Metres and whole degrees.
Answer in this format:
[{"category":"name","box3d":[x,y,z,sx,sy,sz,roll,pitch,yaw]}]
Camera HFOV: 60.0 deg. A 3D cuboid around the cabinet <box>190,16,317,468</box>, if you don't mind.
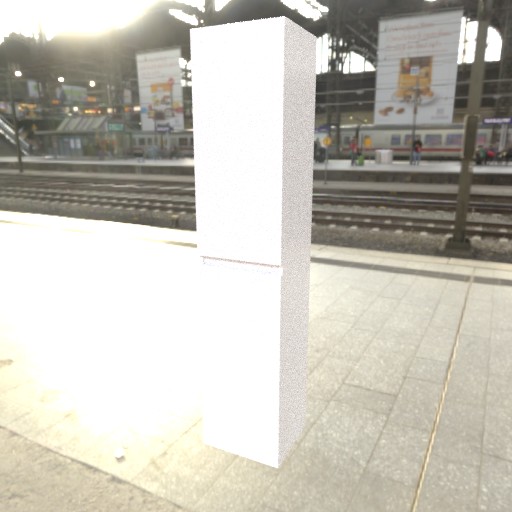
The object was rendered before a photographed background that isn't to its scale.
[{"category":"cabinet","box3d":[0.000,0.000,1.522,0.300,1.400,0.269,7,16,25]}]
